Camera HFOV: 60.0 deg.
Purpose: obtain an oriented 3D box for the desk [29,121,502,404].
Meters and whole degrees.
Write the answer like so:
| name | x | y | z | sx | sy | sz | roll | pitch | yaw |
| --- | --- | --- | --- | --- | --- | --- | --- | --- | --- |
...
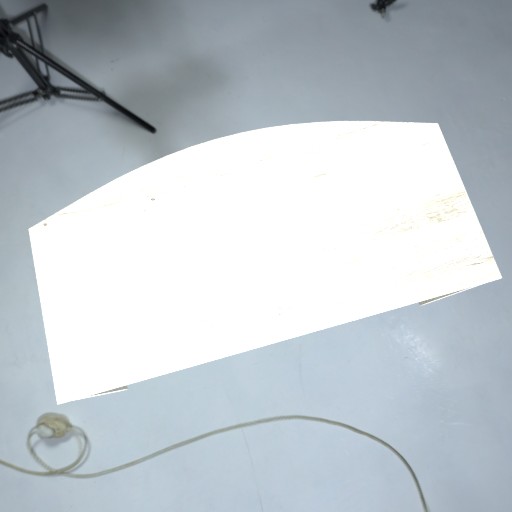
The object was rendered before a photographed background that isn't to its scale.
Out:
| name | x | y | z | sx | sy | sz | roll | pitch | yaw |
| --- | --- | --- | --- | --- | --- | --- | --- | --- | --- |
| desk | 0.000 | 0.000 | 1.987 | 1.600 | 0.752 | 0.802 | -15 | 77 | -4 |
